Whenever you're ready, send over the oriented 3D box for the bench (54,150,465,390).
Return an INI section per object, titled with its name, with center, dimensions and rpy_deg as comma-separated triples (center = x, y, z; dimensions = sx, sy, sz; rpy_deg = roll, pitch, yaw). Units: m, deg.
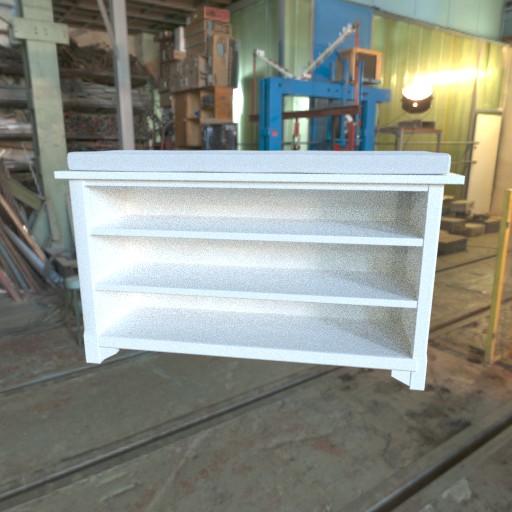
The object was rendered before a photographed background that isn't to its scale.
[bench]
center = 0.000, 0.000, 1.278
dimensions = 0.987, 0.589, 0.346
rpy_deg = 2, 14, 9
